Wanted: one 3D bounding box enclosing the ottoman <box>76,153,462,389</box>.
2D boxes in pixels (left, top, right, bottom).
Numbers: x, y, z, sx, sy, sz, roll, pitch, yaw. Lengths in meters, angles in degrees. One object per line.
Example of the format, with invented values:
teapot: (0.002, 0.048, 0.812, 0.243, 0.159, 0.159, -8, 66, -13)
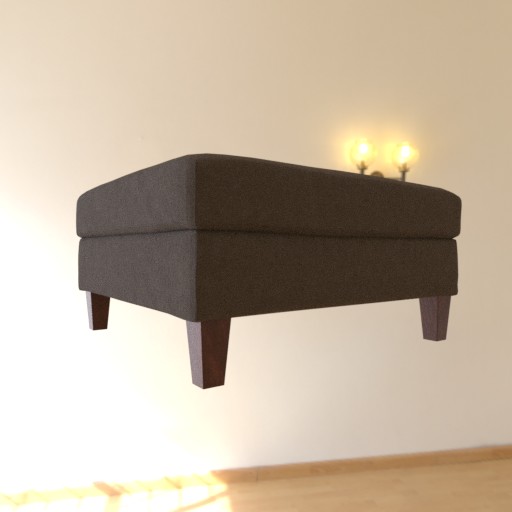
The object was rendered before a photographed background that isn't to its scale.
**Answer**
ottoman: (0.000, 0.000, 1.369, 0.881, 0.482, 0.861, -1, 1, -35)
